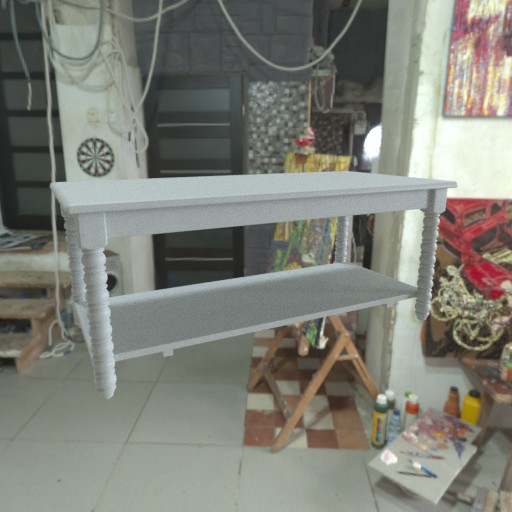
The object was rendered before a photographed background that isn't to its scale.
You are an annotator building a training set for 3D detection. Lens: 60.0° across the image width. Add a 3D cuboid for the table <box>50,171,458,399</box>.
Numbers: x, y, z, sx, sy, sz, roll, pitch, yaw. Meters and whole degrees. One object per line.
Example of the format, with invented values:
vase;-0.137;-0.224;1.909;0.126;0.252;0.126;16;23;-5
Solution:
table;0.000;0.000;1.470;1.171;0.487;0.580;-7;16;-26
